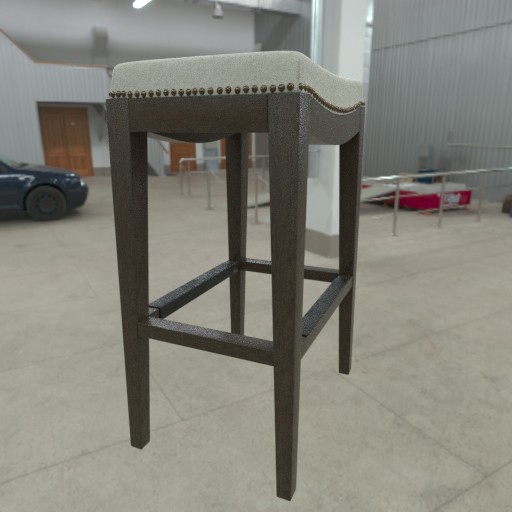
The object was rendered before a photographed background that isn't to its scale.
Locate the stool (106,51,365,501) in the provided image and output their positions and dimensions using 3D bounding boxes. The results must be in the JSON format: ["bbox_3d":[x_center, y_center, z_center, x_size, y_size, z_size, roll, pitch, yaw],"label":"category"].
[{"bbox_3d":[0.000,0.000,0.981,0.358,0.759,0.498,7,17,23],"label":"stool"}]
